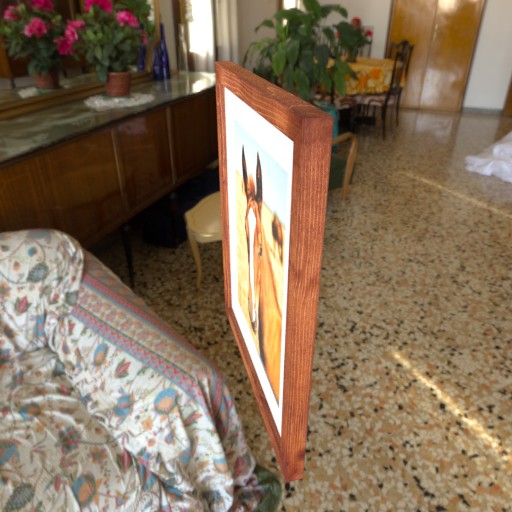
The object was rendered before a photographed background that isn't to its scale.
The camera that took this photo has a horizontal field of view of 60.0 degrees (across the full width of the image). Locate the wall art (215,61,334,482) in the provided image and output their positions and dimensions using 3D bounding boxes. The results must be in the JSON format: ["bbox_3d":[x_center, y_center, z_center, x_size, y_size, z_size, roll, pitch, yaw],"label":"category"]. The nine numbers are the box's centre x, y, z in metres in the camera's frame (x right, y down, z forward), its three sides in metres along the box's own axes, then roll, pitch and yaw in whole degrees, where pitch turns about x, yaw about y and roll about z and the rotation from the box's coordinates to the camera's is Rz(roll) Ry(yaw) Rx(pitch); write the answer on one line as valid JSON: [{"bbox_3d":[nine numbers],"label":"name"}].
[{"bbox_3d":[0.000,0.000,0.749,0.030,0.558,0.462,-8,31,-13],"label":"wall art"}]
